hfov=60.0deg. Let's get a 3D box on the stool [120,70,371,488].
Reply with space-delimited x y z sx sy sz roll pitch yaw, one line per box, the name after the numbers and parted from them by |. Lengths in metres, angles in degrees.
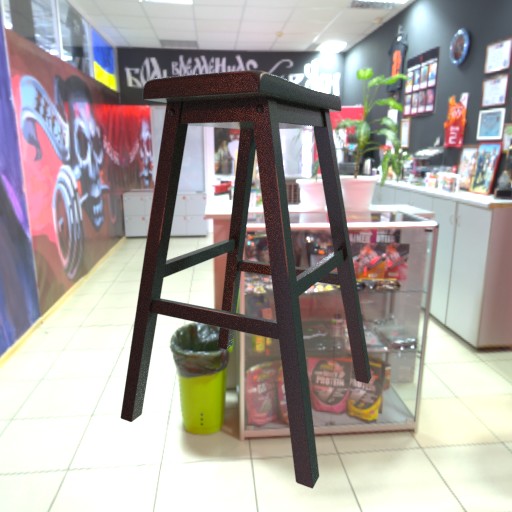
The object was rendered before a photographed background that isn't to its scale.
0.000 0.000 1.037 0.476 0.737 0.457 7 16 27 | stool
